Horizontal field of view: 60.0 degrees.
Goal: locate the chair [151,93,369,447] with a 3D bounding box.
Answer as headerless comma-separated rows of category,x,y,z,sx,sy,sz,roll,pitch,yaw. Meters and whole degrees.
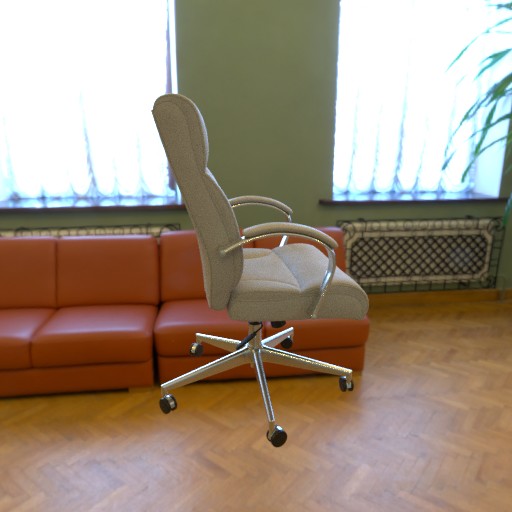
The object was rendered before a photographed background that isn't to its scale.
chair,0.000,0.000,1.630,0.745,1.099,0.727,-2,15,-8
